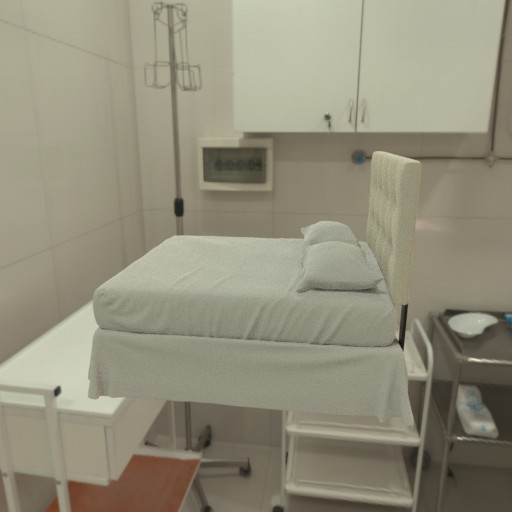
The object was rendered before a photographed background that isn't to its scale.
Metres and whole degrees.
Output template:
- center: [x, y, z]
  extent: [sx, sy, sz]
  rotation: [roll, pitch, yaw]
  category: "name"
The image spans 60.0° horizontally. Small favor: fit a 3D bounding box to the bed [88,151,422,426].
- center: [0.000, 0.000, 3.511]
  extent: [2.222, 1.577, 1.936]
  rotation: [2, 15, 8]
  category: "bed"
